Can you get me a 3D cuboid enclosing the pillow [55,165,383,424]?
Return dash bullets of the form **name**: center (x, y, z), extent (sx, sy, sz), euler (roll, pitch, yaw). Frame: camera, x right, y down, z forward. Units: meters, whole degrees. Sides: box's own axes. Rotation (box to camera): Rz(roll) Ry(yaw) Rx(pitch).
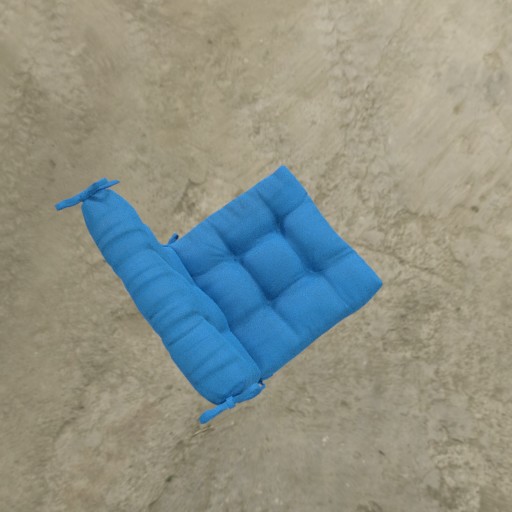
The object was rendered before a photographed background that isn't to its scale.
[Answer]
- **pillow**: center (0.000, 0.000, 1.063), extent (0.571, 0.605, 0.519), euler (-36, 77, -9)
